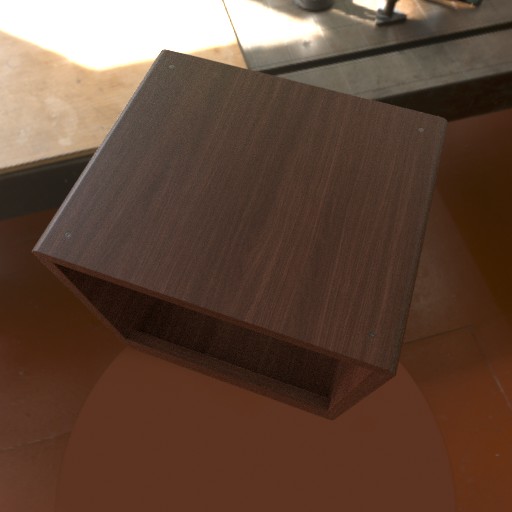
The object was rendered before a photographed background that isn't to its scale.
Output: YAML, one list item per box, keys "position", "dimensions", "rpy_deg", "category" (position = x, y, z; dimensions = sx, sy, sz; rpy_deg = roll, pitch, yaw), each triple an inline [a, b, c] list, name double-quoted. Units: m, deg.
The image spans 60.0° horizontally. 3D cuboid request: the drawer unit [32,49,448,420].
- position: [0.000, 0.000, 0.606]
  dimensions: [0.349, 0.351, 0.290]
  rpy_deg: [17, 65, 8]
  category: "drawer unit"
